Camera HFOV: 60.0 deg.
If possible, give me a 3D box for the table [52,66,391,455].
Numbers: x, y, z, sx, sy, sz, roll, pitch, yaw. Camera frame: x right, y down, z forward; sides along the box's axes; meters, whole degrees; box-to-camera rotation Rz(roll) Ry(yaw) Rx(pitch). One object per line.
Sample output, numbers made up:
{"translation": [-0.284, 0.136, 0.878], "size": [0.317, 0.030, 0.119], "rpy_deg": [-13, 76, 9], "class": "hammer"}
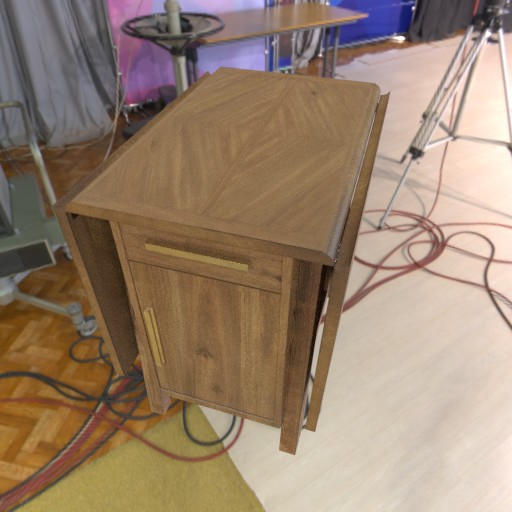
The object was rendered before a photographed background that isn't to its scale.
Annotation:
{"translation": [0.000, 0.000, 1.619], "size": [0.701, 0.981, 0.967], "rpy_deg": [12, 42, 13], "class": "table"}
